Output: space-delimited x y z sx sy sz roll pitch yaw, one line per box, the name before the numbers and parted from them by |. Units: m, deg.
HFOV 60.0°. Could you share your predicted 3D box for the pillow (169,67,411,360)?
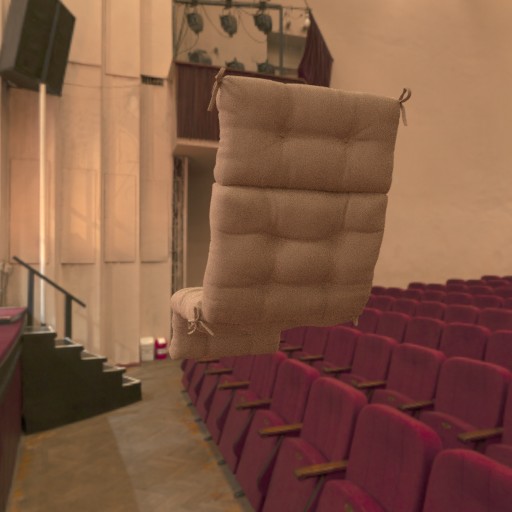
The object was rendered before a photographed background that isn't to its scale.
pillow | 0.000 0.000 1.505 0.526 0.863 1.016 0 -1 -17
